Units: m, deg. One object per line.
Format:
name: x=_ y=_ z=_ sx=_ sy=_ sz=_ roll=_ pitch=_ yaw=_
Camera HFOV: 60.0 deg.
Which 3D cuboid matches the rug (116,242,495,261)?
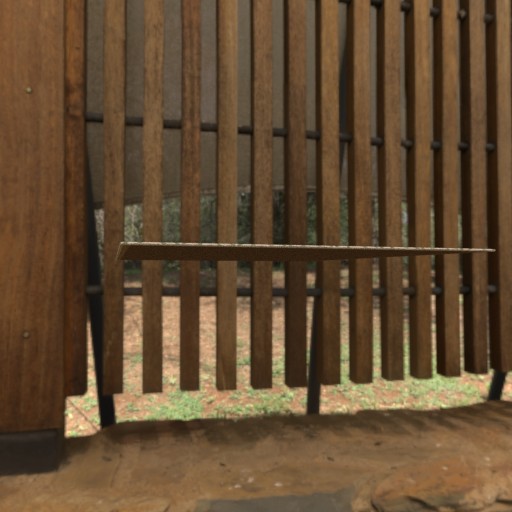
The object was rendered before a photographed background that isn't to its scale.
rug: x=0.000 y=0.000 z=4.077 sx=2.441 sy=0.017 sz=3.050 roll=1 pitch=-2 yaw=-18
